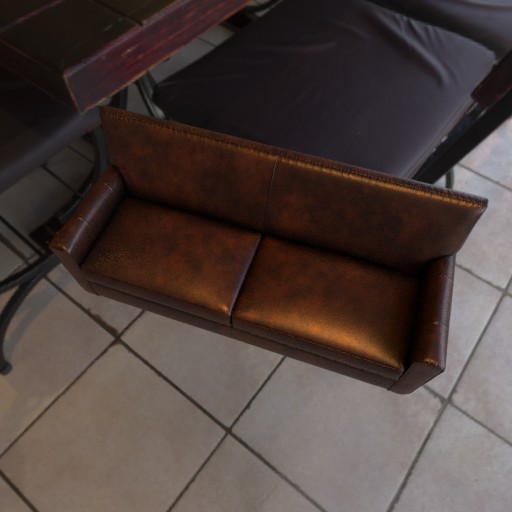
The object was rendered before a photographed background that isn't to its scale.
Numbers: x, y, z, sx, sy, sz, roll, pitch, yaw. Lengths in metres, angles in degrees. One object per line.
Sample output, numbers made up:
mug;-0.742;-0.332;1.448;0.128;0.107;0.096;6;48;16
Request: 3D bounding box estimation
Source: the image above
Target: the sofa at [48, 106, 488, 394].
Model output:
sofa;0.000;0.000;2.375;1.995;0.871;0.786;16;59;10
